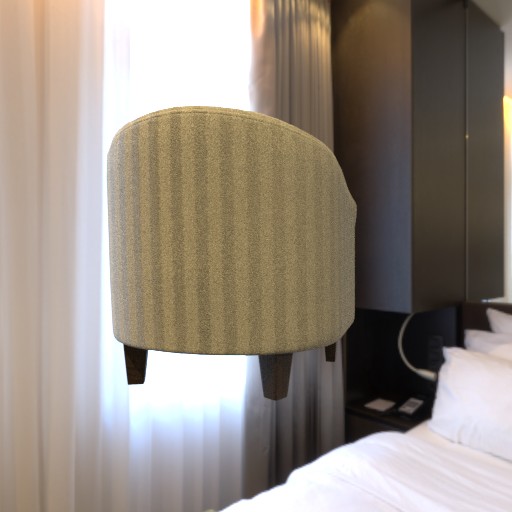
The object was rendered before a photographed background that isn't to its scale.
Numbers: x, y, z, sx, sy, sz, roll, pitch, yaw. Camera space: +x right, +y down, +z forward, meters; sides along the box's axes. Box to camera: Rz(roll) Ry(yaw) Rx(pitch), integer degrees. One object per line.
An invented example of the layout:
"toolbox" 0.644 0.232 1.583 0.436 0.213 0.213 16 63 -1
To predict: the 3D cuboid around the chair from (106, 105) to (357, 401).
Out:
"chair" 0.000 0.000 1.709 0.756 0.757 1.288 0 0 19
